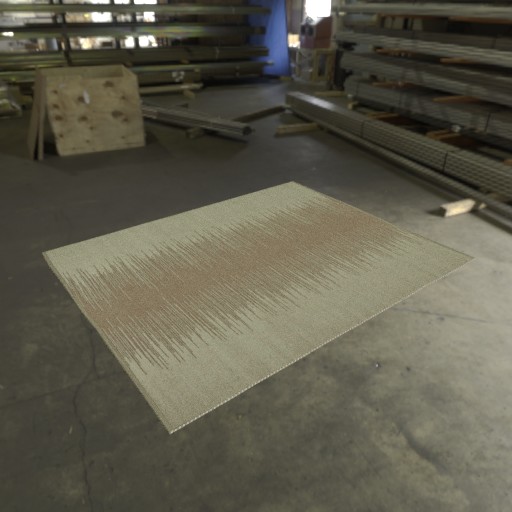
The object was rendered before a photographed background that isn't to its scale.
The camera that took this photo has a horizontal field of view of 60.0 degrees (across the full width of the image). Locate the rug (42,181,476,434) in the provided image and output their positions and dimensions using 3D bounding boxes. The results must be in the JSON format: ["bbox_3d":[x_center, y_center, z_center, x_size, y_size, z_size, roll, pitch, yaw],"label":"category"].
[{"bbox_3d":[0.000,0.000,3.967,3.048,0.013,2.438,-21,36,-32],"label":"rug"}]
